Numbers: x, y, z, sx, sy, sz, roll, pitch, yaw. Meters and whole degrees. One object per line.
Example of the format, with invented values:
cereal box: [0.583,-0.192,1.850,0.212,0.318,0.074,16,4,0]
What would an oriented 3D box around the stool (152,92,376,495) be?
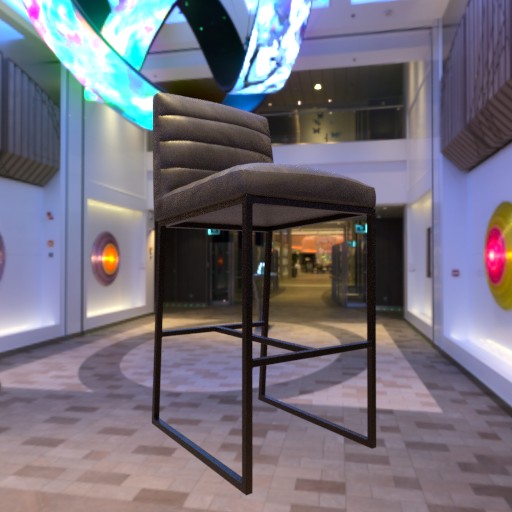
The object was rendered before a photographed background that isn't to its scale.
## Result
stool: [0.000,0.000,1.330,0.463,1.065,0.562,1,-1,-35]
